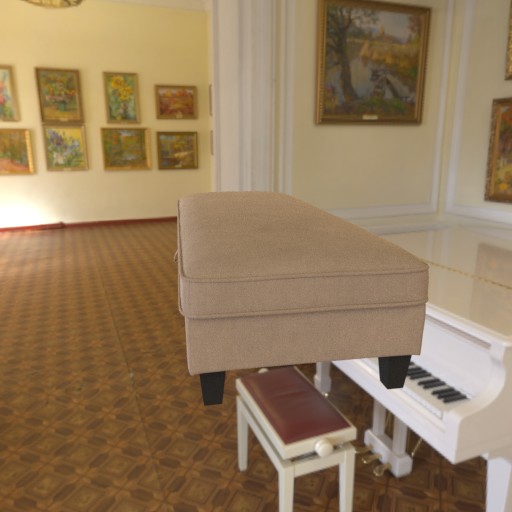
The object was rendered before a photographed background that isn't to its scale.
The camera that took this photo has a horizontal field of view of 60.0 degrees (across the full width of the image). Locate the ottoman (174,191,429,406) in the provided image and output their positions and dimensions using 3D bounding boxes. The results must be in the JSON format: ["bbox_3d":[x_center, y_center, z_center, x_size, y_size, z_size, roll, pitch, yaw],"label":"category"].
[{"bbox_3d":[0.000,0.000,2.019,0.735,0.460,1.726,-2,14,-10],"label":"ottoman"}]
